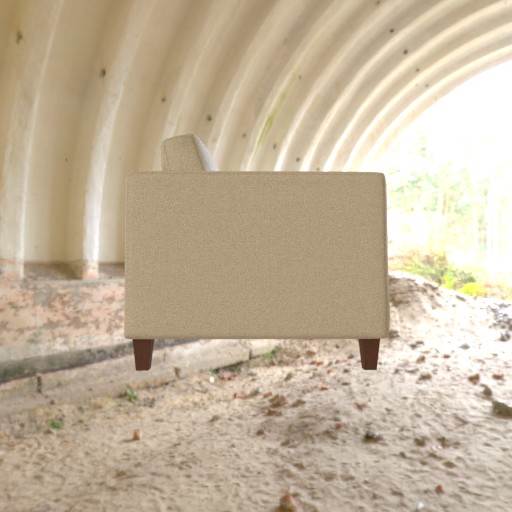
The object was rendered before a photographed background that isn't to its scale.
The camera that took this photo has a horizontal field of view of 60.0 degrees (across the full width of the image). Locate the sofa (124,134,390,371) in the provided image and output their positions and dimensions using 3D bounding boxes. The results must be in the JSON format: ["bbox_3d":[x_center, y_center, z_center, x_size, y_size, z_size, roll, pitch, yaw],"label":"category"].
[{"bbox_3d":[0.000,0.000,2.518,0.965,0.889,1.981,0,-2,-1],"label":"sofa"}]
